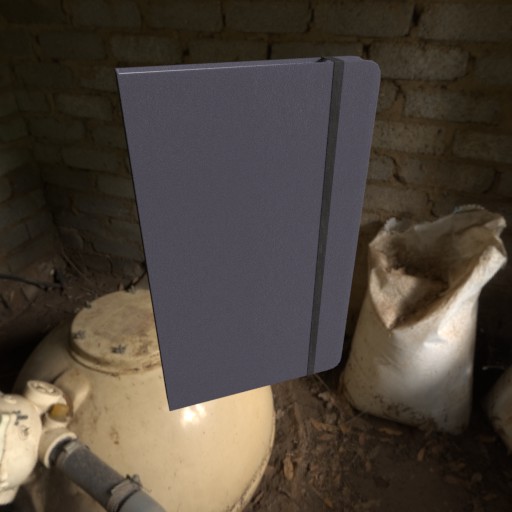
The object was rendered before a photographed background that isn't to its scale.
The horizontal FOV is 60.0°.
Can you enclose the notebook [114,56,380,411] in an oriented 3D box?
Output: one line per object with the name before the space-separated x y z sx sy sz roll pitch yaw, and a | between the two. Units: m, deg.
notebook | 0.000 0.000 0.263 0.127 0.213 0.016 -10 34 -15
